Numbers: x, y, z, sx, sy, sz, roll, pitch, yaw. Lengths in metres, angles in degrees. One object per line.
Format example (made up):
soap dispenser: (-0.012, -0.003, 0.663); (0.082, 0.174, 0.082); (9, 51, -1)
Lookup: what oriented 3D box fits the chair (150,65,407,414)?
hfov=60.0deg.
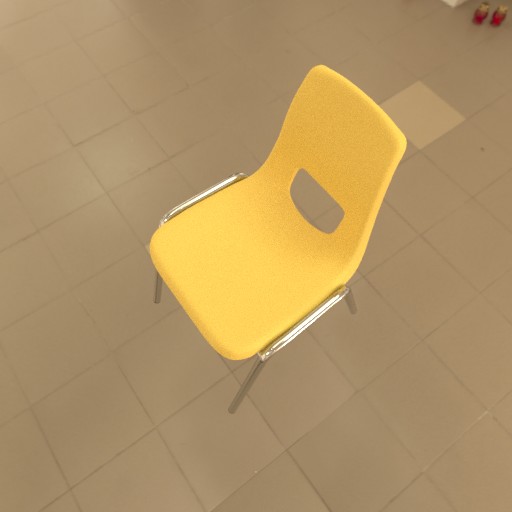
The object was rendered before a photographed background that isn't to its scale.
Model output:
chair: (0.000, 0.000, 0.933); (0.436, 0.653, 0.381); (-34, 69, -15)
